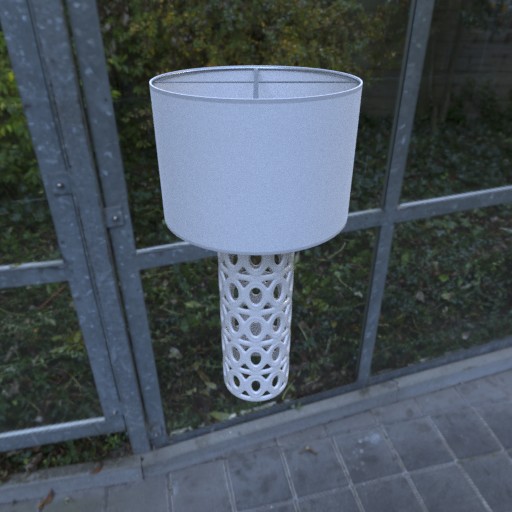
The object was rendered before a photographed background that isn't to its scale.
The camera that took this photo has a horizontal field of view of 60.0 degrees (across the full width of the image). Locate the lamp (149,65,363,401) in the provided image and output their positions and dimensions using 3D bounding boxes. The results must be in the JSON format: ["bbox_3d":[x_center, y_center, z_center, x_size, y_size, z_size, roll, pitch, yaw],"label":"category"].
[{"bbox_3d":[0.000,0.000,0.848,0.324,0.636,0.325,0,30,0],"label":"lamp"}]
